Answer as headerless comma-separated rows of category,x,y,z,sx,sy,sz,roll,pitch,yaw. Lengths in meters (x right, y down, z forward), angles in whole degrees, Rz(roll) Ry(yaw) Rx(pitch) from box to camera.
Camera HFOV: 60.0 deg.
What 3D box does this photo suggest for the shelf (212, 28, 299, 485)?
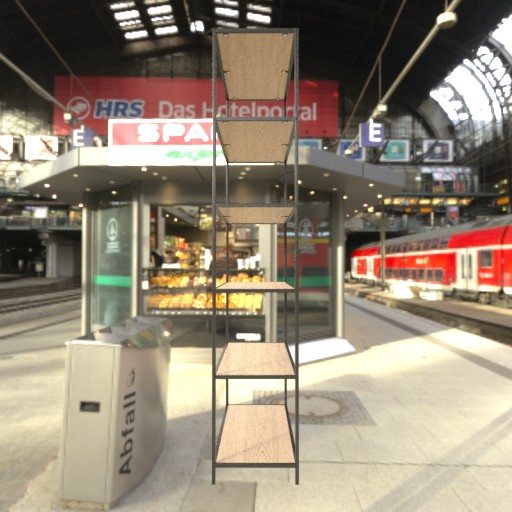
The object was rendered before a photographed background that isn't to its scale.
shelf,0.000,0.000,2.181,0.350,1.850,0.770,0,-1,0
